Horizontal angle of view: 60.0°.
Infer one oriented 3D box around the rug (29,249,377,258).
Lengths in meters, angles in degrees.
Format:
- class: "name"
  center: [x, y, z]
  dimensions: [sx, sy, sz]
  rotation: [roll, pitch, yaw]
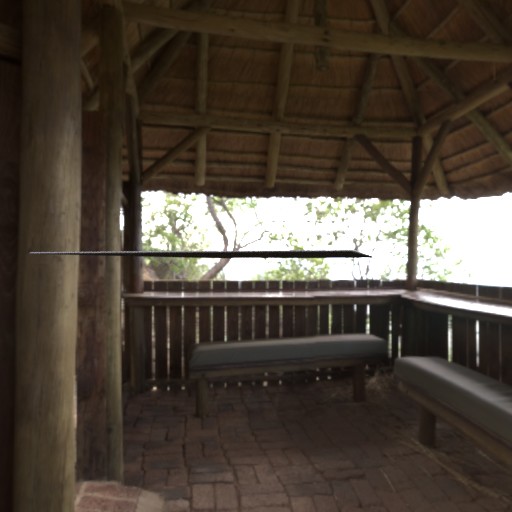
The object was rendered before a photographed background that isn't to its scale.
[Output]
- class: "rug"
  center: [0.000, 0.000, 3.046]
  dimensions: [1.523, 0.008, 2.438]
  rotation: [0, -1, 17]
